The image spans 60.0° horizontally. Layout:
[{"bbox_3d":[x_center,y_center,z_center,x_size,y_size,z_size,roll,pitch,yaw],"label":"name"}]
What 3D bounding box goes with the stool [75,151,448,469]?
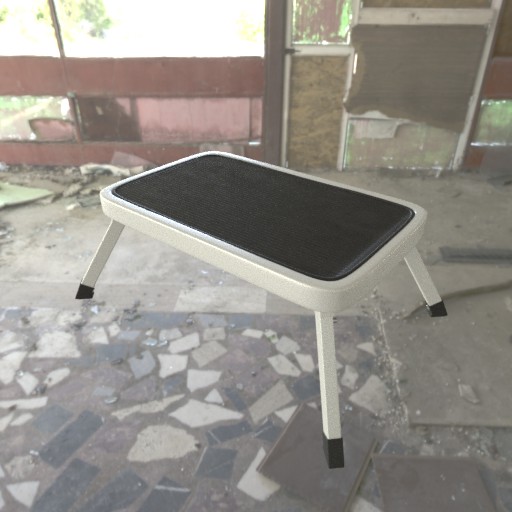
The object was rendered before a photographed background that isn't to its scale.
[{"bbox_3d":[0.000,0.000,0.612,0.460,0.170,0.320,23,38,32],"label":"stool"}]
